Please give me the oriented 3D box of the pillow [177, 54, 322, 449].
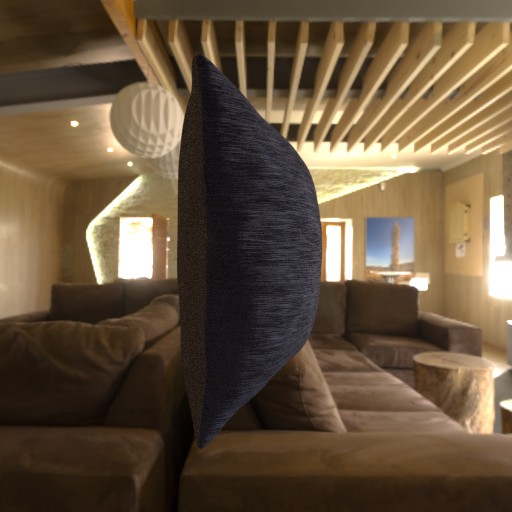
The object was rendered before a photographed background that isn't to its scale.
[{"bbox_3d":[0.000,0.000,0.699,0.204,0.439,0.452,0,-1,16],"label":"pillow"}]
